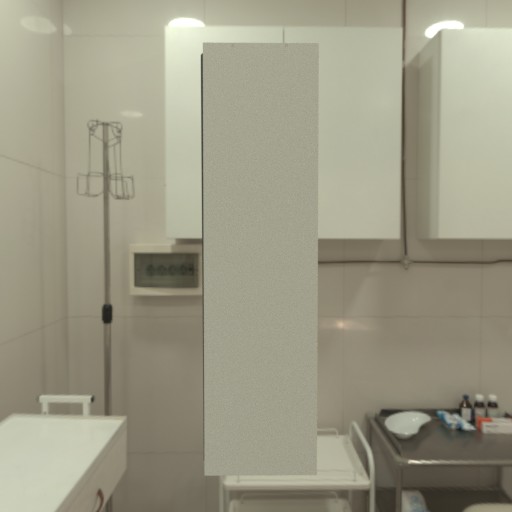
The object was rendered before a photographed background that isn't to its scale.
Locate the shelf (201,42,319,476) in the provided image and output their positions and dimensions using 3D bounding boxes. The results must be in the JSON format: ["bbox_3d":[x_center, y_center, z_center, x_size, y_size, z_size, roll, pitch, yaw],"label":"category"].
[{"bbox_3d":[0.000,0.000,2.649,0.500,1.810,1.600,0,2,-1],"label":"shelf"}]
